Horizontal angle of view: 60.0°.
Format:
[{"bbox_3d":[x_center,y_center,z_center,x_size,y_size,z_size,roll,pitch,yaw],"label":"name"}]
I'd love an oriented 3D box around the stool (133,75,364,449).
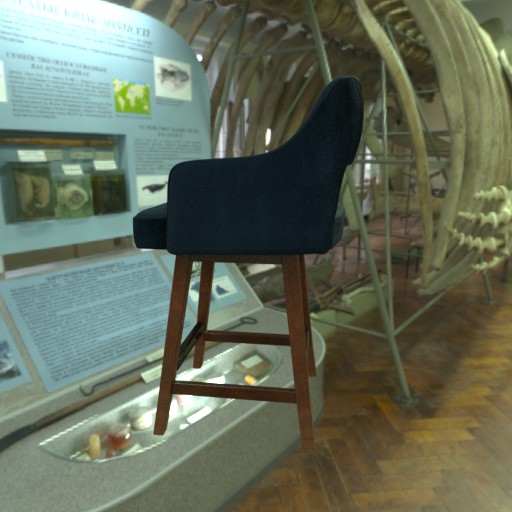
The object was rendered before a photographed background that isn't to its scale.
[{"bbox_3d":[0.000,0.000,1.286,0.560,0.940,0.550,2,13,8],"label":"stool"}]
